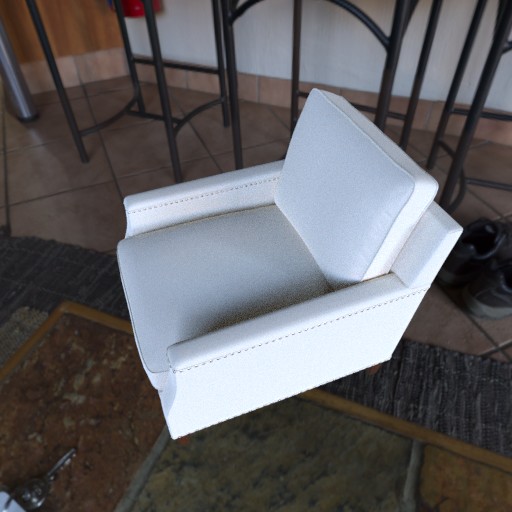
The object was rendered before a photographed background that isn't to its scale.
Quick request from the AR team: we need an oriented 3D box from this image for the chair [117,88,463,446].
[{"bbox_3d":[0.000,0.000,1.700,1.014,0.943,0.853,-16,48,-15],"label":"chair"}]
